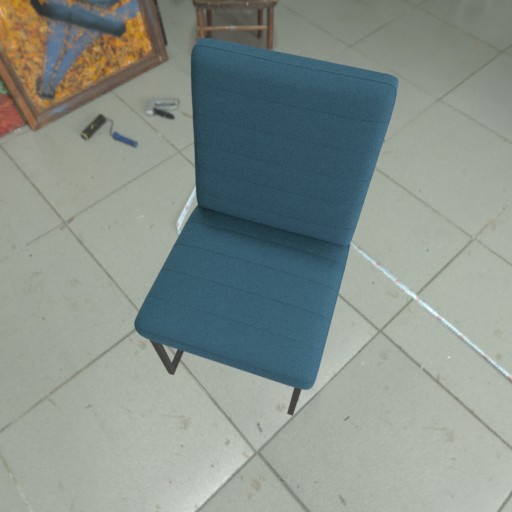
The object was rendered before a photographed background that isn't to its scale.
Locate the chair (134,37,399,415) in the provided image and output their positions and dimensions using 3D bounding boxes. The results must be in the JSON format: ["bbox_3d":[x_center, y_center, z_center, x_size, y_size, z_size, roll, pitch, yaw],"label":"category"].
[{"bbox_3d":[0.000,0.000,1.305,0.520,0.930,0.634,16,60,9],"label":"chair"}]
